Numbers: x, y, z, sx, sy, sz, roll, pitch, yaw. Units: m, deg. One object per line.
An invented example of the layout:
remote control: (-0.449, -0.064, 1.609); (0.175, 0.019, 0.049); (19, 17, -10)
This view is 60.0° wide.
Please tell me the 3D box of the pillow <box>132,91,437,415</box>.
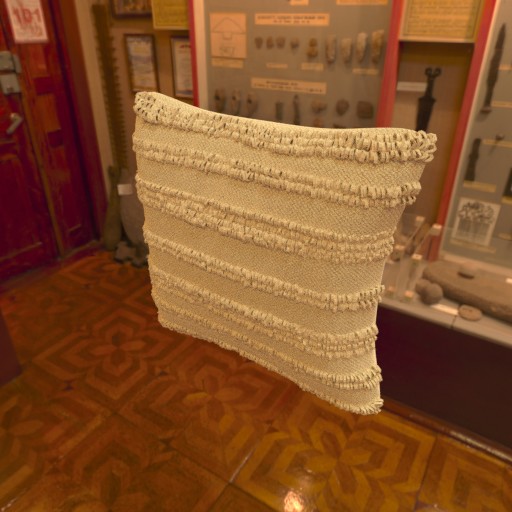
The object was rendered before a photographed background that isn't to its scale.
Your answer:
pillow: (0.000, 0.000, 0.650); (0.437, 0.427, 0.145); (18, 34, 29)
